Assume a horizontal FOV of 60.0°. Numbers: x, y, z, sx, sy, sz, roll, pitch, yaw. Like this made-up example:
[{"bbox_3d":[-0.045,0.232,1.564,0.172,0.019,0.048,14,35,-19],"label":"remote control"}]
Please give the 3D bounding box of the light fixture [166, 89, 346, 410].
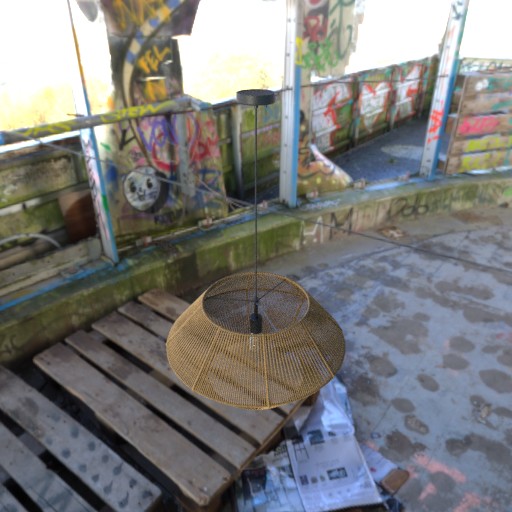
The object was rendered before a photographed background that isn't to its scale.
[{"bbox_3d":[0.000,0.000,1.436,0.643,1.009,0.643,0,29,0],"label":"light fixture"}]
